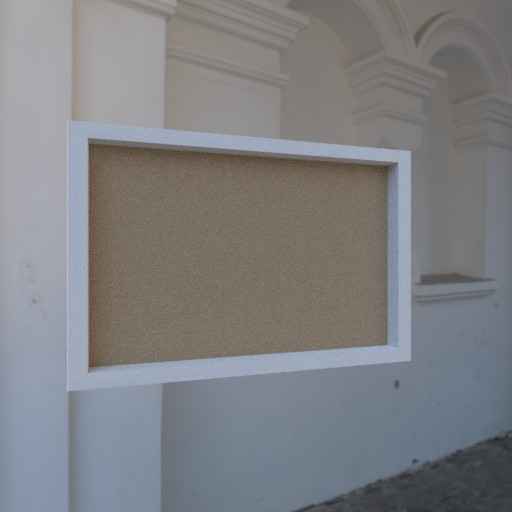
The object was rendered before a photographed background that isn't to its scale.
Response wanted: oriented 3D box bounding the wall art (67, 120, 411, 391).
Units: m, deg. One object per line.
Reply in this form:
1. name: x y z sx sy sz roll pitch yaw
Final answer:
1. wall art: 0.000 0.000 0.492 0.384 0.254 0.039 0 0 -18
